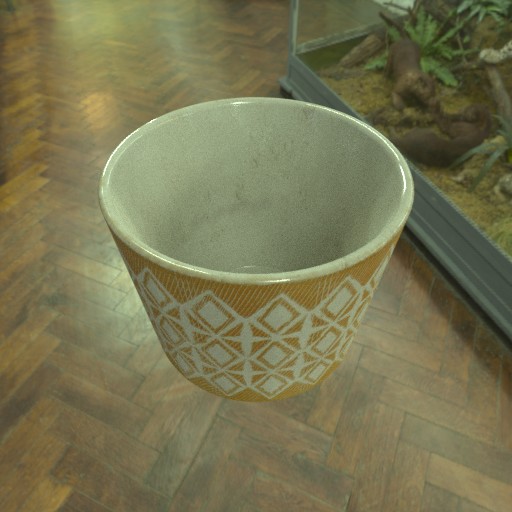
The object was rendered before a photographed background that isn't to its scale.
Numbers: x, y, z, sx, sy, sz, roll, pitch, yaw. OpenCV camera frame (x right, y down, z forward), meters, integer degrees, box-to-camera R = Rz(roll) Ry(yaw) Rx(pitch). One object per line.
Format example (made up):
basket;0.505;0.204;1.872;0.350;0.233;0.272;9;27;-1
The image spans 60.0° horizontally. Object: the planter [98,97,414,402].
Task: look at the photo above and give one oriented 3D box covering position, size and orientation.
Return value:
planter;0.000;0.000;0.219;0.126;0.104;0.126;0;45;0
